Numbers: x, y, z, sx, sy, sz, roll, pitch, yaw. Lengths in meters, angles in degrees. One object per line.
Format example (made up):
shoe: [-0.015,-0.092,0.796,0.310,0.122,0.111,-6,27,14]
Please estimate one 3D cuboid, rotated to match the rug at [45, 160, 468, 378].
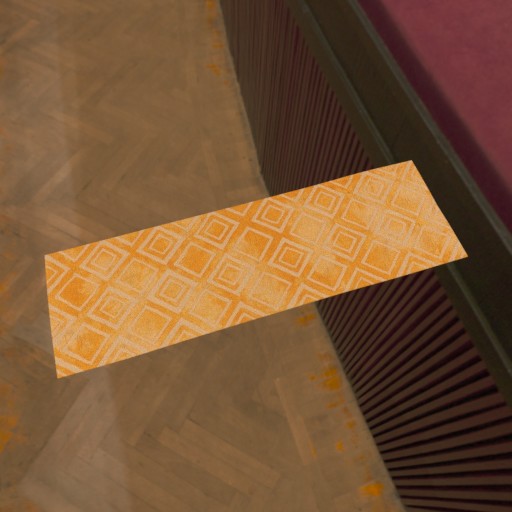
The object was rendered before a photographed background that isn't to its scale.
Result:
rug: [0.000,0.000,2.663,2.438,0.010,0.775,-15,64,-8]
